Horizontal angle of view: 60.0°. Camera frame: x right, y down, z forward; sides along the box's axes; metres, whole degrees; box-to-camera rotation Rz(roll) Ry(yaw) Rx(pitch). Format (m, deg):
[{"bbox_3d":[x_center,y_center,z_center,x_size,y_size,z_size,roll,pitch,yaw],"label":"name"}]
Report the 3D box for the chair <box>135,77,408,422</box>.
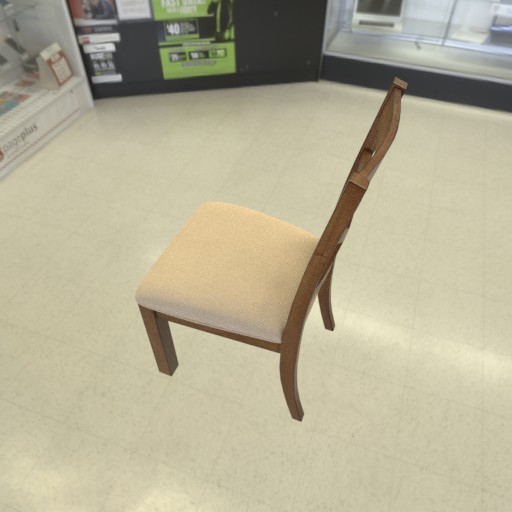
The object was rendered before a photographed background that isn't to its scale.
[{"bbox_3d":[0.000,0.000,1.256,0.581,0.949,0.461,17,49,15],"label":"chair"}]
